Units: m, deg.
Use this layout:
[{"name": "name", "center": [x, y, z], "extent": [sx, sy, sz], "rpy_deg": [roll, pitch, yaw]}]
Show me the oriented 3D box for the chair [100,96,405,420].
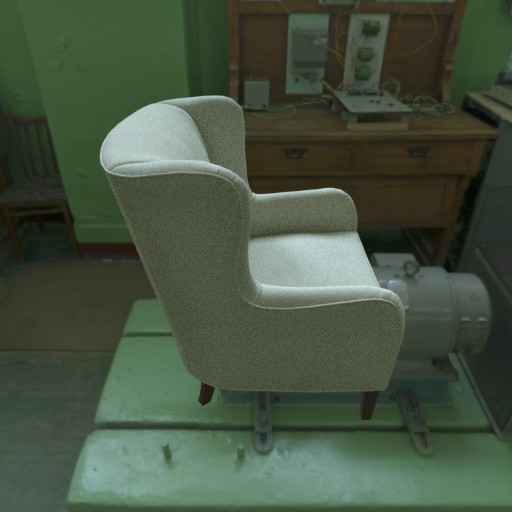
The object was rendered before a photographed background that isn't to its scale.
[{"name": "chair", "center": [0.000, 0.000, 1.730], "extent": [0.966, 1.040, 0.838], "rpy_deg": [-1, 33, -1]}]
